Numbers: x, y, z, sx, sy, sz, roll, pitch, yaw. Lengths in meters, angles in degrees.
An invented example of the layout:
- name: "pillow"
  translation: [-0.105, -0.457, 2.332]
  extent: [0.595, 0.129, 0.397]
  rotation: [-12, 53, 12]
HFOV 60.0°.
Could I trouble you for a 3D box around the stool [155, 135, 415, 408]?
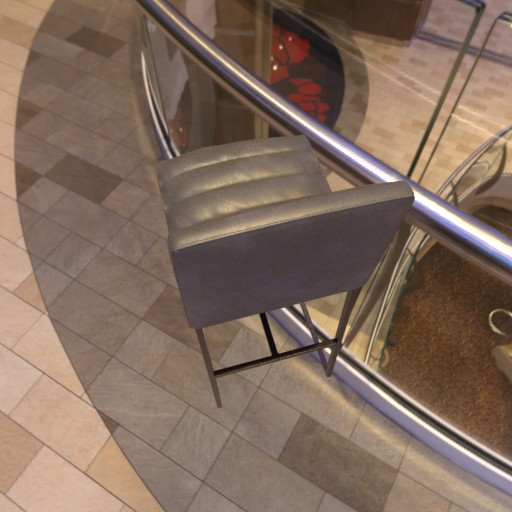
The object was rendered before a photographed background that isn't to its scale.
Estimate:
- name: "stool"
  translation: [0.000, 0.000, 1.321]
  extent: [0.463, 1.065, 0.562]
  rotation: [-13, 59, -8]
